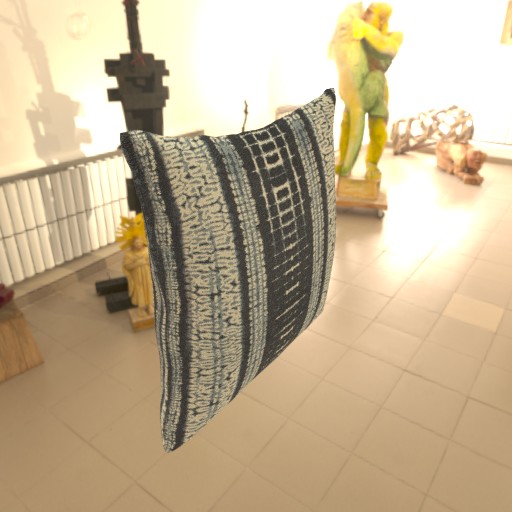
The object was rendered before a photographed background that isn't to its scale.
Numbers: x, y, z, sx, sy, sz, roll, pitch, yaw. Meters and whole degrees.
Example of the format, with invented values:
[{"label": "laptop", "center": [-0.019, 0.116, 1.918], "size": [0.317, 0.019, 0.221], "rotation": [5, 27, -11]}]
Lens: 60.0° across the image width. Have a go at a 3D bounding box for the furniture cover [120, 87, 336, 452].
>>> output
[{"label": "furniture cover", "center": [0.000, 0.000, 0.659], "size": [0.133, 0.435, 0.425], "rotation": [19, 33, 32]}]
